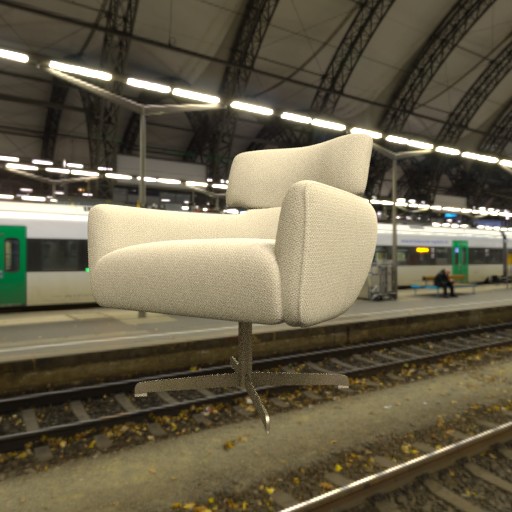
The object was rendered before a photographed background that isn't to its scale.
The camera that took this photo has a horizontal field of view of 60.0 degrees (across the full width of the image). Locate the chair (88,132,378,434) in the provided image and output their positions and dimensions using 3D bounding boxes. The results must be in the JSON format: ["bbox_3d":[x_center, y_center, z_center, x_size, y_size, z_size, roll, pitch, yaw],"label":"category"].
[{"bbox_3d":[0.000,0.000,1.365,0.760,0.810,0.730,0,0,36],"label":"chair"}]
